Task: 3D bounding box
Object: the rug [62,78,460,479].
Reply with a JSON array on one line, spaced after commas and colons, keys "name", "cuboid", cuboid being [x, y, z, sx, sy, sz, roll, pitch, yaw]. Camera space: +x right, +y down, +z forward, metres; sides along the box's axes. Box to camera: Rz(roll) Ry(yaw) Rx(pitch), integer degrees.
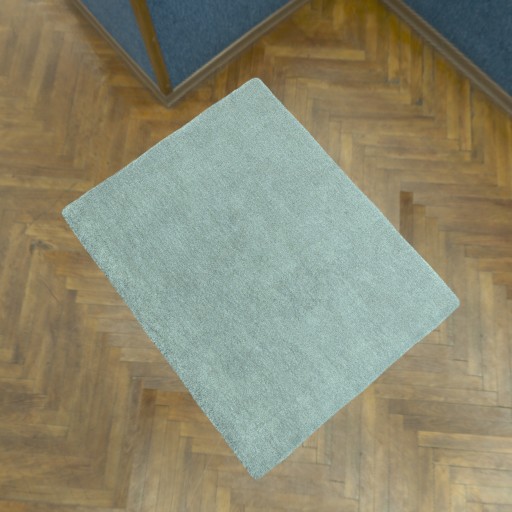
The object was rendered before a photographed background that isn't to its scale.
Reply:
[{"name": "rug", "cuboid": [0.000, 0.000, 3.976, 2.332, 0.027, 2.933, -38, 79, -9]}]
